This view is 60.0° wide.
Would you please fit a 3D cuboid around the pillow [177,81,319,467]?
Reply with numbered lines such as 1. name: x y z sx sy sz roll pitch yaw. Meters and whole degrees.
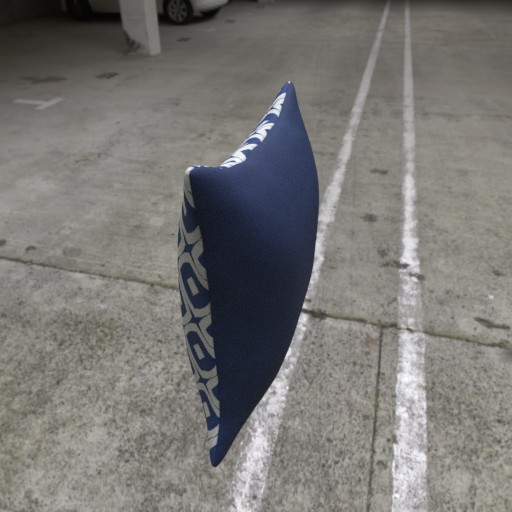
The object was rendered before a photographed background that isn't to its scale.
1. pillow: 0.000 0.000 0.772 0.188 0.494 0.504 8 32 13
